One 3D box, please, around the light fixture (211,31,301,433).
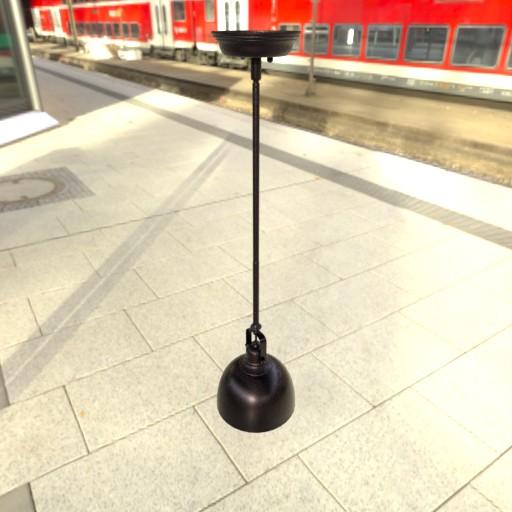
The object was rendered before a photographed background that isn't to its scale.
[{"bbox_3d":[0.000,0.000,0.849,0.182,0.768,0.182,-19,33,-31],"label":"light fixture"}]
